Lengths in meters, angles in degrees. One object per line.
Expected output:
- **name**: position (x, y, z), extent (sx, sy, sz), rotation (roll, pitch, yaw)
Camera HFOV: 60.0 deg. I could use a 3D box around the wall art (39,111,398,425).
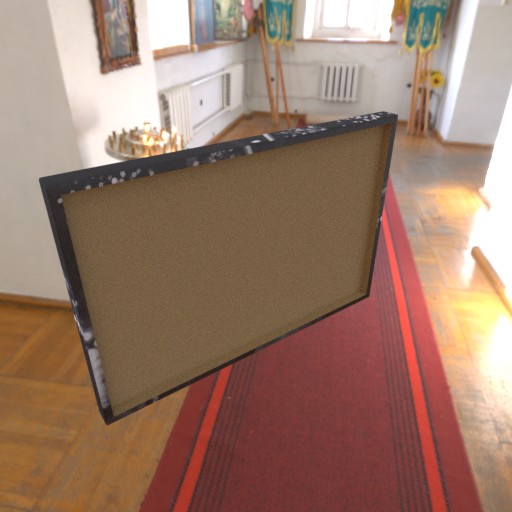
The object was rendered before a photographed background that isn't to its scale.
- **wall art**: position (0.000, 0.000, 0.768), extent (0.609, 0.406, 0.037), rotation (-20, 36, -30)
